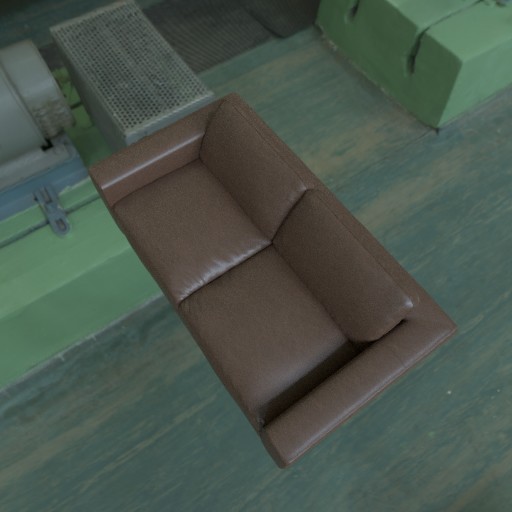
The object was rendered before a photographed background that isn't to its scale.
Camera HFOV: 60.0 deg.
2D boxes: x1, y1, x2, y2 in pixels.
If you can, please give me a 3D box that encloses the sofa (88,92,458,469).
[{"bbox_3d":[0.000,0.000,2.474,1.070,0.800,1.920,-33,68,-15],"label":"sofa"}]
